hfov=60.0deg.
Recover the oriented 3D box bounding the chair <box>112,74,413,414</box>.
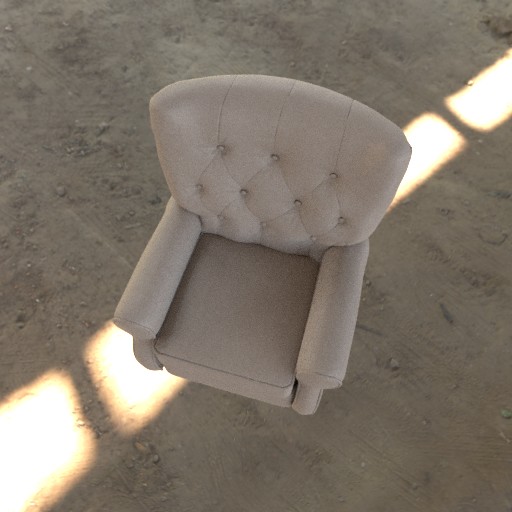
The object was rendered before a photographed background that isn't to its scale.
[{"bbox_3d":[0.000,0.000,1.918,0.999,1.138,1.041,14,60,8],"label":"chair"}]
